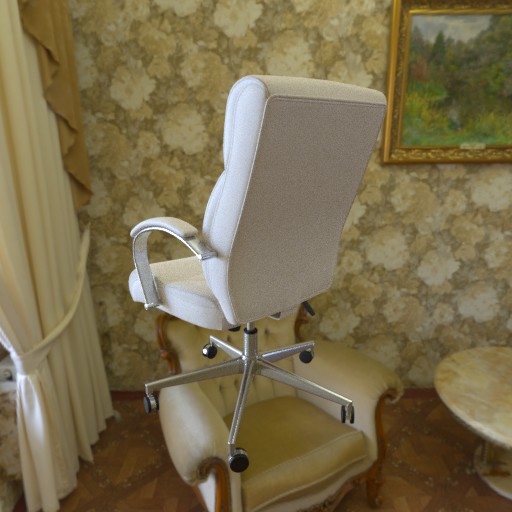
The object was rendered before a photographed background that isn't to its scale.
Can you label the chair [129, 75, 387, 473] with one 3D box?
[{"bbox_3d":[0.000,0.000,1.541,0.745,1.099,0.727,15,21,42],"label":"chair"}]
